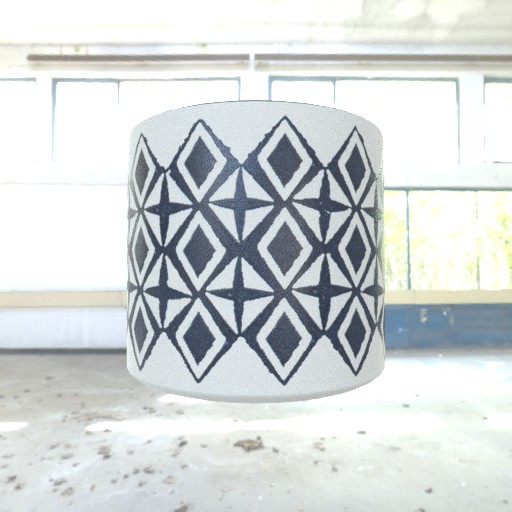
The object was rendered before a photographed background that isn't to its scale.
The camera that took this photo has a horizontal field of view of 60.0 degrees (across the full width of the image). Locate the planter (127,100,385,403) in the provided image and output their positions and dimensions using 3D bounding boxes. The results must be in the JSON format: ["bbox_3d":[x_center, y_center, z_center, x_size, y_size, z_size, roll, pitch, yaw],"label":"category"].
[{"bbox_3d":[0.000,0.000,0.401,0.224,0.203,0.224,0,-1,0],"label":"planter"}]
